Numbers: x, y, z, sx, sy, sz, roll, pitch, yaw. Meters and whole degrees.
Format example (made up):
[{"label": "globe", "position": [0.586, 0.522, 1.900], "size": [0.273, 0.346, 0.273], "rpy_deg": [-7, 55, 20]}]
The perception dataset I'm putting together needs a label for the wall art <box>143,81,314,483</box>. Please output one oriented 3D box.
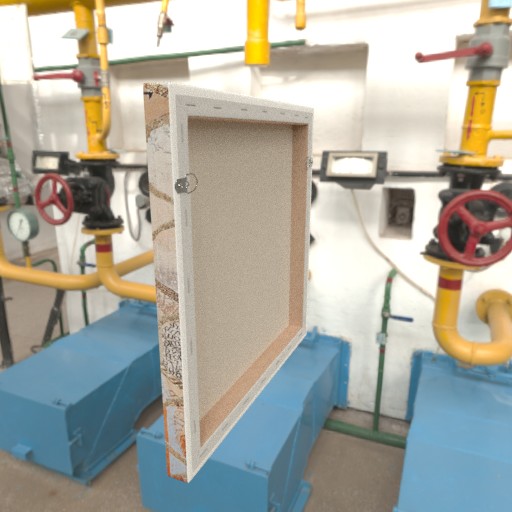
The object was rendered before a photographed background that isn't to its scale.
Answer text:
[{"label": "wall art", "position": [0.000, 0.000, 0.756], "size": [0.038, 0.508, 0.507], "rpy_deg": [7, 17, 24]}]
